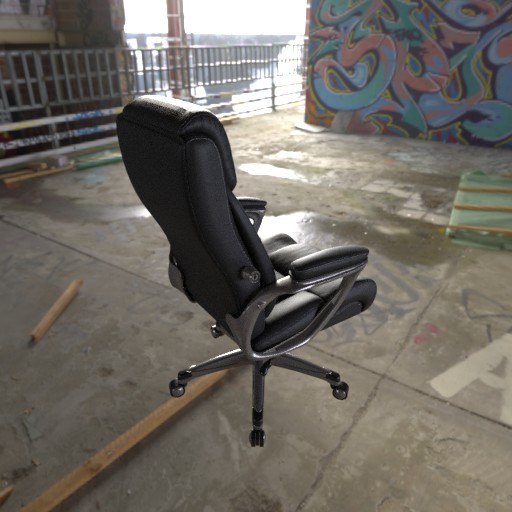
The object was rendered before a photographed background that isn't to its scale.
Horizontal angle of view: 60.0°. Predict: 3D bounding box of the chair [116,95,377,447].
[{"bbox_3d":[0.000,0.000,1.668,0.784,1.167,0.741,-17,31,-31],"label":"chair"}]
